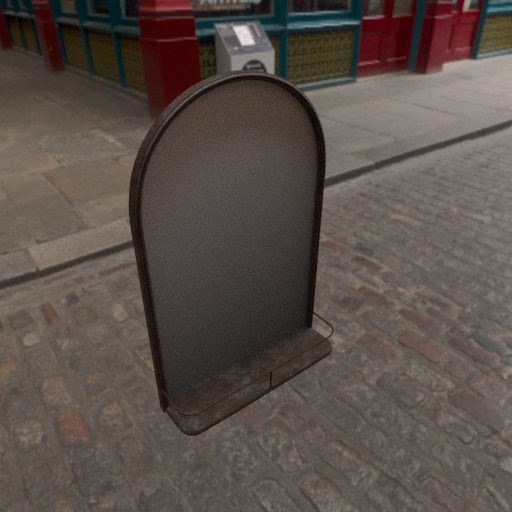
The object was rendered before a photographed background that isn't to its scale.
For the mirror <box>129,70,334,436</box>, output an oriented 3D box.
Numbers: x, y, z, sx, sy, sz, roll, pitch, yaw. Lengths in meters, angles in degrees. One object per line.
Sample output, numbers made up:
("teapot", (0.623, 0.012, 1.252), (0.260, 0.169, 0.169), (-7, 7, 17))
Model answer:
("mirror", (0.000, 0.000, 1.007), (0.510, 0.770, 0.137), (-22, 38, -31))
